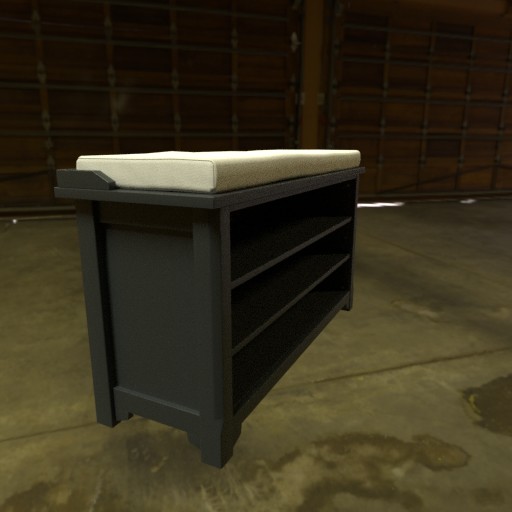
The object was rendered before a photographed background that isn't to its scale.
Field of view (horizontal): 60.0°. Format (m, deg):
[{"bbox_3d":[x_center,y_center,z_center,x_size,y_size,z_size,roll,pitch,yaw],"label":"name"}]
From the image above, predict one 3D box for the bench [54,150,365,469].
[{"bbox_3d":[0.000,0.000,1.215,0.345,0.561,0.973,7,16,26],"label":"bench"}]
